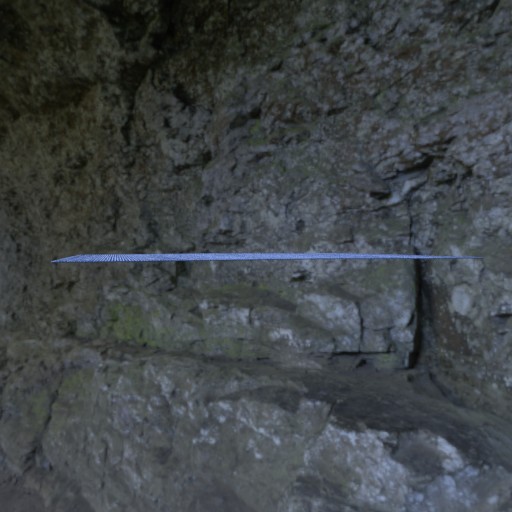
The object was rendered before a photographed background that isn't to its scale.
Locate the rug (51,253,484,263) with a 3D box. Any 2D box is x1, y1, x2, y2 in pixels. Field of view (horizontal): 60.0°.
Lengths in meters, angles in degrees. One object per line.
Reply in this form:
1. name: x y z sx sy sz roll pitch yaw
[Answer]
1. rug: 0.000 0.000 2.219 1.740 0.010 1.135 0 1 -17
